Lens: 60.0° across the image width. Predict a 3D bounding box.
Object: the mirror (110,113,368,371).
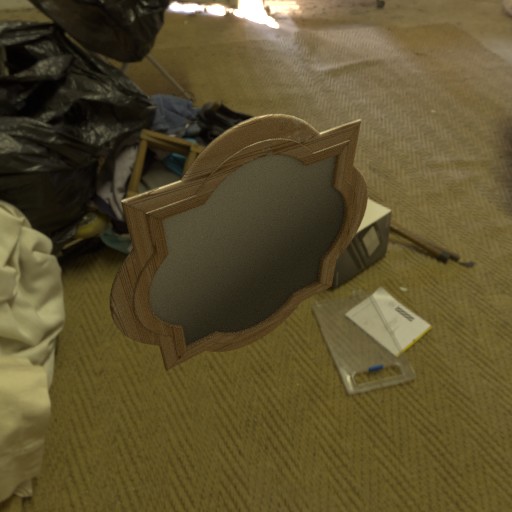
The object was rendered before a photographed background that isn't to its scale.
[{"bbox_3d":[0.000,0.000,1.056,0.686,0.686,0.019,-24,49,-22],"label":"mirror"}]
